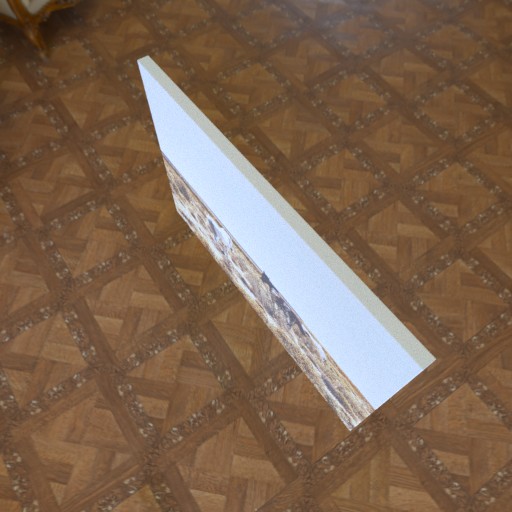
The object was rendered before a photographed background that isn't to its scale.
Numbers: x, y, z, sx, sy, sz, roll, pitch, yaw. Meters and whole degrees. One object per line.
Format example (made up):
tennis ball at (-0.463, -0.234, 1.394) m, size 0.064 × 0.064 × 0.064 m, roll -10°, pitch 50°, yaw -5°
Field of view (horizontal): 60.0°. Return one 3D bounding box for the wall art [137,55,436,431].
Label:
wall art at (0.000, 0.000, 1.890) m, size 0.051 × 1.016 × 1.520 m, roll -32°, pitch 65°, yaw -17°
